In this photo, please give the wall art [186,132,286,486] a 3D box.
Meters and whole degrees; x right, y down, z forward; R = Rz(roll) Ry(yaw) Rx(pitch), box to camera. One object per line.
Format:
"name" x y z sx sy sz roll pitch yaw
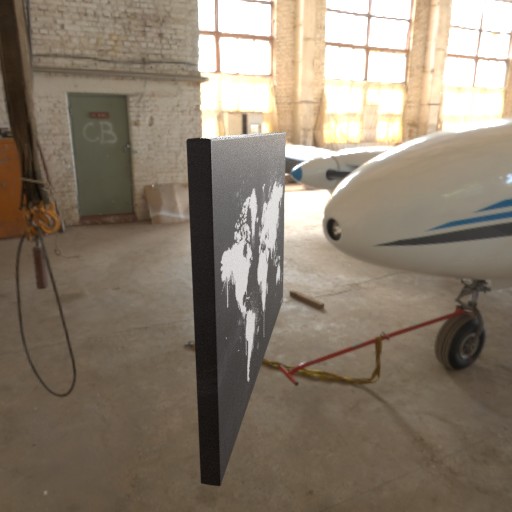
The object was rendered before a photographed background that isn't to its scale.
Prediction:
"wall art" 0.000 0.000 1.151 0.038 0.612 0.912 3 16 10
